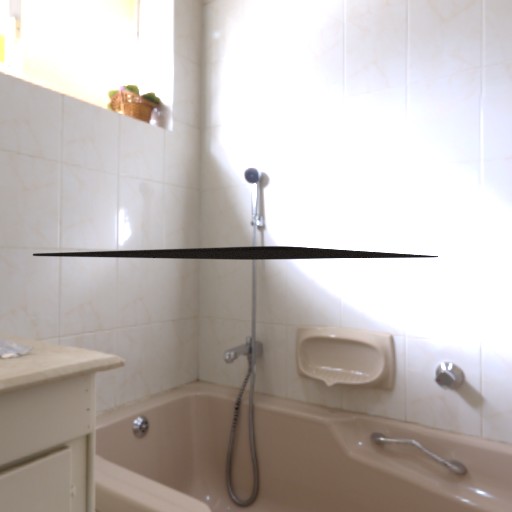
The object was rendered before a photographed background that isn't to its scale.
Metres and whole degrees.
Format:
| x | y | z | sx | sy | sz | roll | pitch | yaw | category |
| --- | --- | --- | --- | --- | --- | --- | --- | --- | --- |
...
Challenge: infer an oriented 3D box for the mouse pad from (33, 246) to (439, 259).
| x | y | z | sx | sy | sz | roll | pitch | yaw | category |
| --- | --- | --- | --- | --- | --- | --- | --- | --- | --- |
| 0.000 | 0.000 | 0.429 | 0.269 | 0.002 | 0.315 | -1 | -2 | 37 | mouse pad |
